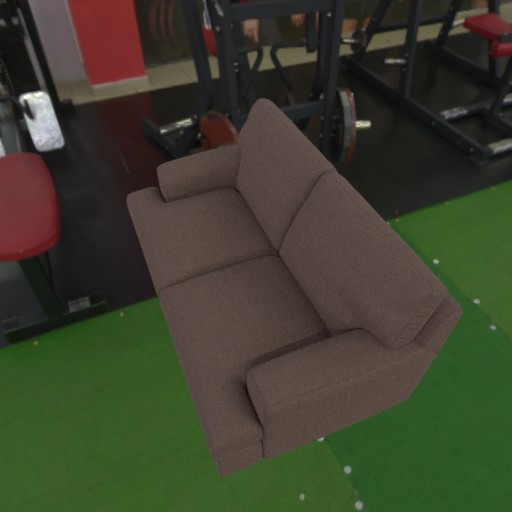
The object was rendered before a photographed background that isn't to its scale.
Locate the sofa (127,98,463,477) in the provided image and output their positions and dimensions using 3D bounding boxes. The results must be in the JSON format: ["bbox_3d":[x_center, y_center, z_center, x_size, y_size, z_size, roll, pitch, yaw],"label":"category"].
[{"bbox_3d":[0.000,0.000,2.462,1.140,0.950,1.869,-16,48,-16],"label":"sofa"}]
